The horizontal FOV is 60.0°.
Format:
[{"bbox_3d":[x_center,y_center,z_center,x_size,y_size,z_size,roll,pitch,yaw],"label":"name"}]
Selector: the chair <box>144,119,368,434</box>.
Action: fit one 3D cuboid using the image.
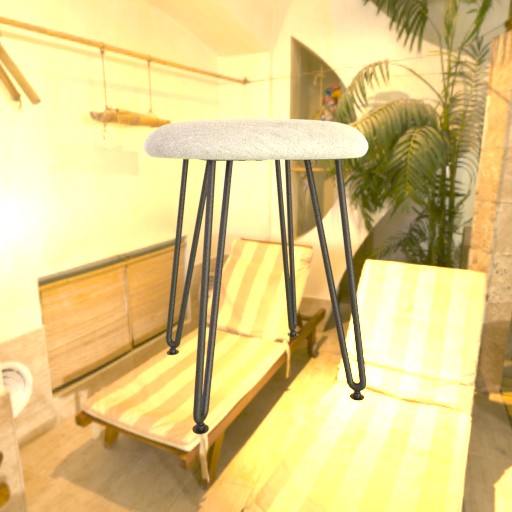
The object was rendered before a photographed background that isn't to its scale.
[{"bbox_3d":[0.000,0.000,0.665,0.350,0.386,0.350,7,15,25],"label":"chair"}]
